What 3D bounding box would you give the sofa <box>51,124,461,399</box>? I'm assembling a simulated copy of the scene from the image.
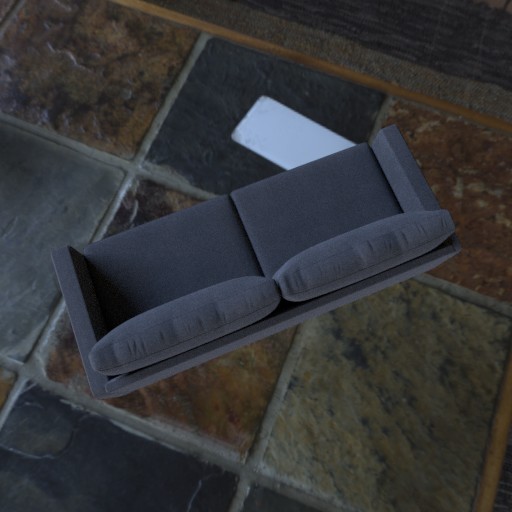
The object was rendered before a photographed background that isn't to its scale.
[{"bbox_3d":[0.000,0.000,2.596,2.100,0.880,0.880,-21,76,-6],"label":"sofa"}]
